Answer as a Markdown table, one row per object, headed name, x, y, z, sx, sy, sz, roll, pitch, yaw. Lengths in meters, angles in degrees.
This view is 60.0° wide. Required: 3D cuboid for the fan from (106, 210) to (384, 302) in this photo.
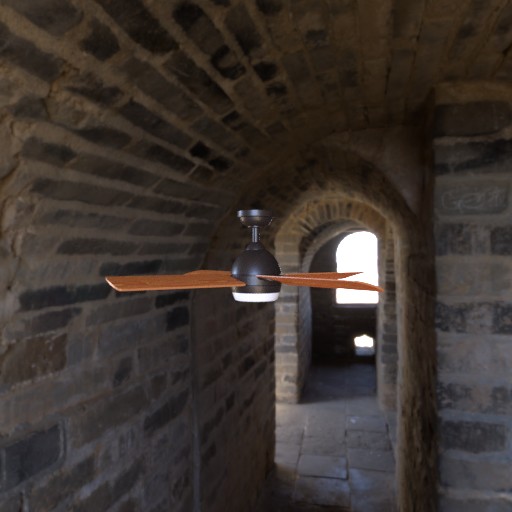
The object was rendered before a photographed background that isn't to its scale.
| name | x | y | z | sx | sy | sz | roll | pitch | yaw |
| --- | --- | --- | --- | --- | --- | --- | --- | --- | --- |
| fan | 0.000 | 0.000 | 2.021 | 1.332 | 0.403 | 1.332 | 0 | 0 | -36 |
